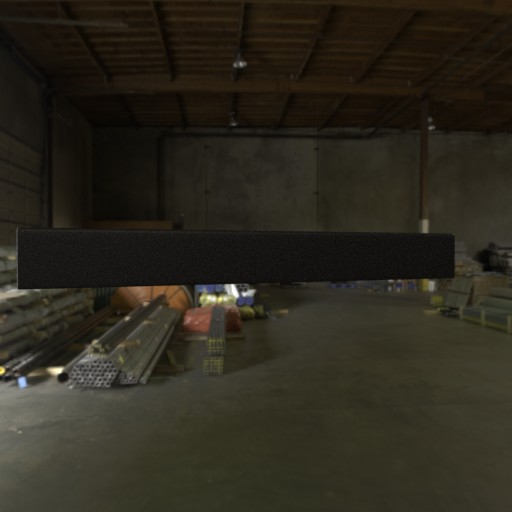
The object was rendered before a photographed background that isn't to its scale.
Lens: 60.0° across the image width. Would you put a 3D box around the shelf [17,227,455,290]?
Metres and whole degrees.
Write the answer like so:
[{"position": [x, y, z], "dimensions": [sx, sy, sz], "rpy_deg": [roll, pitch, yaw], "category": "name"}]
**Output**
[{"position": [0.000, 0.000, 0.491], "dimensions": [0.456, 0.053, 0.102], "rpy_deg": [0, 1, -19], "category": "shelf"}]
